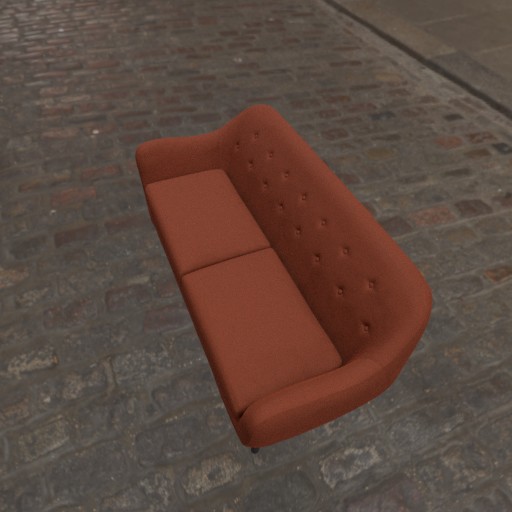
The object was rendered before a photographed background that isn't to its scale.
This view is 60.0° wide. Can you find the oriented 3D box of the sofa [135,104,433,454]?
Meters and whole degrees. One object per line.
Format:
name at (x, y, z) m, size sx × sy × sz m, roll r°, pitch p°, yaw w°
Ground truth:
sofa at (0.000, 0.000, 2.283) m, size 0.820 × 0.836 × 1.840 m, roll -17°, pitch 50°, yaw -15°
